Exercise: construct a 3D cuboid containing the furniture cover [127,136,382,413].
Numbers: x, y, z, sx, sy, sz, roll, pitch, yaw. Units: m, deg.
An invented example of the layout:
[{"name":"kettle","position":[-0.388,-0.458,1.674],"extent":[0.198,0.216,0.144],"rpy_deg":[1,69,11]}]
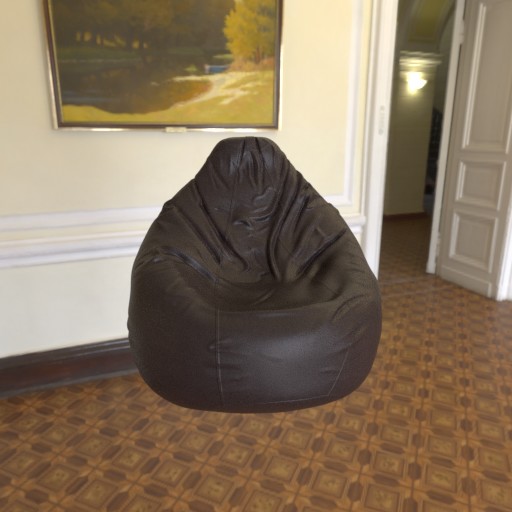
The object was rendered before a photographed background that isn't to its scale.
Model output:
[{"name":"furniture cover","position":[0.000,0.000,1.917],"extent":[1.070,0.990,1.070],"rpy_deg":[-2,16,-8]}]
